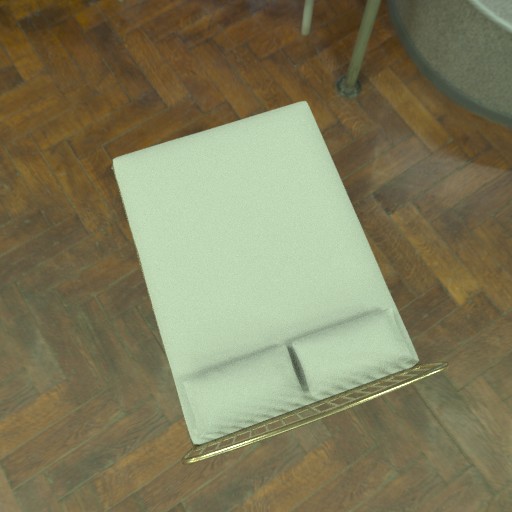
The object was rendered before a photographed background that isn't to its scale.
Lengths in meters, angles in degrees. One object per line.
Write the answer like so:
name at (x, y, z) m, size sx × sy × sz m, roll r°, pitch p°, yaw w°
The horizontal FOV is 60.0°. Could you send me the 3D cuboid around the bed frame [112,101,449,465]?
bed frame at (0.000, 0.000, 3.079) m, size 1.612 × 1.175 × 2.152 m, roll -18°, pitch 75°, yaw -5°
